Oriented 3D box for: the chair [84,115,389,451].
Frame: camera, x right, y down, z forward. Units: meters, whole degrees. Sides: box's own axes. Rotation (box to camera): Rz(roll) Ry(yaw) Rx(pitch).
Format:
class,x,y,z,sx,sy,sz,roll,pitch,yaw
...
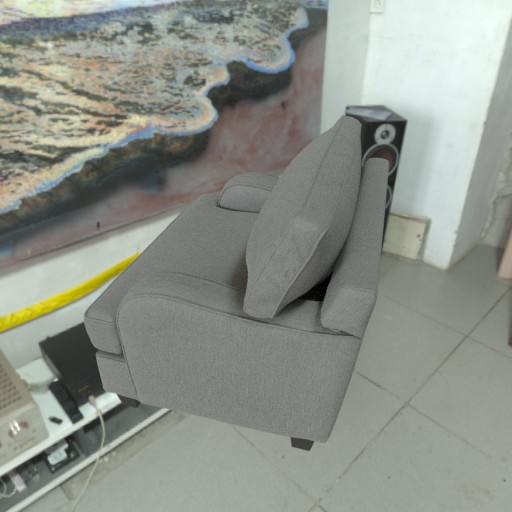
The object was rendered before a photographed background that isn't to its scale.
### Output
class,x,y,z,sx,sy,sz,roll,pitch,yaw
chair,0.000,0.000,1.991,1.041,1.016,1.220,9,32,14
